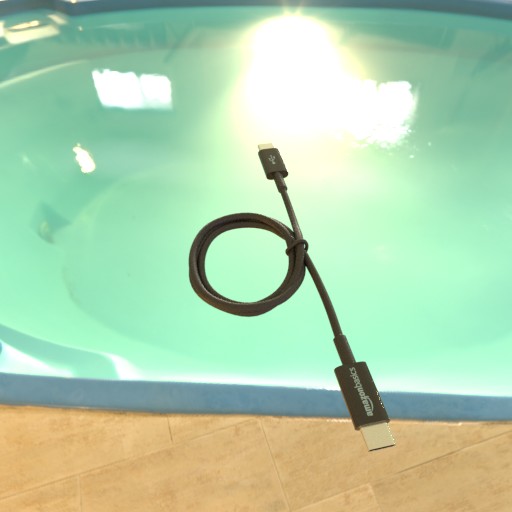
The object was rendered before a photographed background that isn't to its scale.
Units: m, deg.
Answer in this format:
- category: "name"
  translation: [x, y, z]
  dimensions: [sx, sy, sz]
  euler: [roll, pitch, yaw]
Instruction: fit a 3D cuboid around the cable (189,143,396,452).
- category: "cable"
  translation: [0.000, 0.000, 0.226]
  dimensions: [0.070, 0.014, 0.203]
  euler: [-9, 48, -8]
